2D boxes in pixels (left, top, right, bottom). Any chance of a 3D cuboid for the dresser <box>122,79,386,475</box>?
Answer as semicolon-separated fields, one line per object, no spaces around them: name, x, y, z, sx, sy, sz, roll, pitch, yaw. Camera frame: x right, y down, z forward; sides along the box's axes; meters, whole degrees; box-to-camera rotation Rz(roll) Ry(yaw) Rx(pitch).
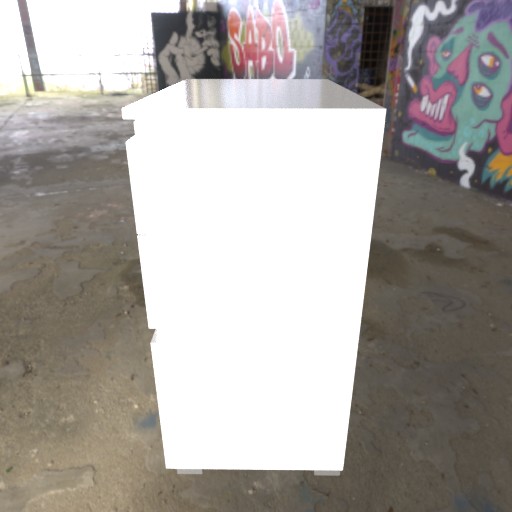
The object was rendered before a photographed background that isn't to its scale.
dresser;0.000;0.000;1.133;0.400;0.800;0.650;0;25;1
